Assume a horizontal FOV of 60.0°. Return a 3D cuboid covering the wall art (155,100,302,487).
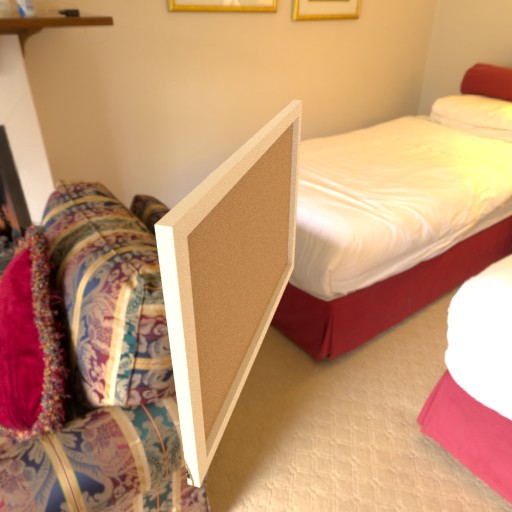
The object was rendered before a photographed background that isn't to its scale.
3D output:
[{"bbox_3d":[0.000,0.000,1.450,0.038,0.767,1.144,9,32,14],"label":"wall art"}]
